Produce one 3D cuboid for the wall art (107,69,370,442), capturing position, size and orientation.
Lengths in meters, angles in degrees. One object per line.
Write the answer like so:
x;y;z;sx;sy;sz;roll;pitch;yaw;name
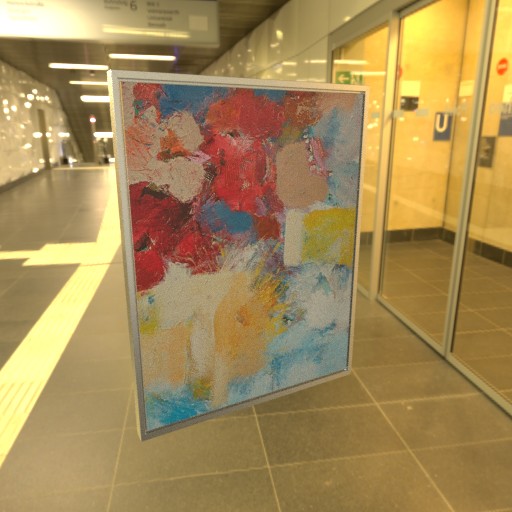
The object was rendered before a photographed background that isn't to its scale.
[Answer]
0.000;0.000;0.765;0.444;0.569;0.025;-8;18;-28;wall art
